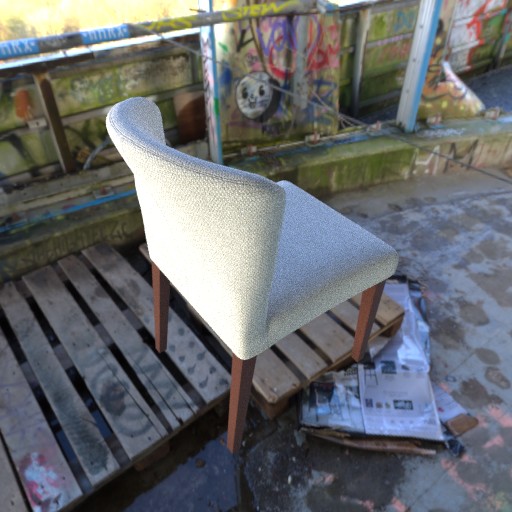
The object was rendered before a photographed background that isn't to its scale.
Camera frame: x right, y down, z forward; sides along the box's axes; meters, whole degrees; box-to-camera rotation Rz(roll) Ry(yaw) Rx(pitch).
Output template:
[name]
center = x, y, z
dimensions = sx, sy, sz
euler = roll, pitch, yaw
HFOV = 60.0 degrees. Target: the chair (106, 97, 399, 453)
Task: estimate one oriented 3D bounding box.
[chair]
center = 0.000, 0.000, 1.161
dimensions = 0.589, 0.839, 0.491
euler = -26, 47, -27
